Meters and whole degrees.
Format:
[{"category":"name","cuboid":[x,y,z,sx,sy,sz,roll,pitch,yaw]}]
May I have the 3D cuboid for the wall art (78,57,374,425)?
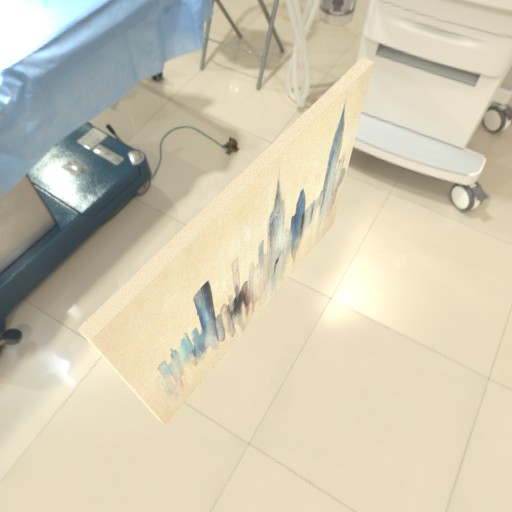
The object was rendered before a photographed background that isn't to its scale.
[{"category":"wall art","cuboid":[0.000,0.000,1.336,0.038,0.762,1.016,33,64,19]}]
